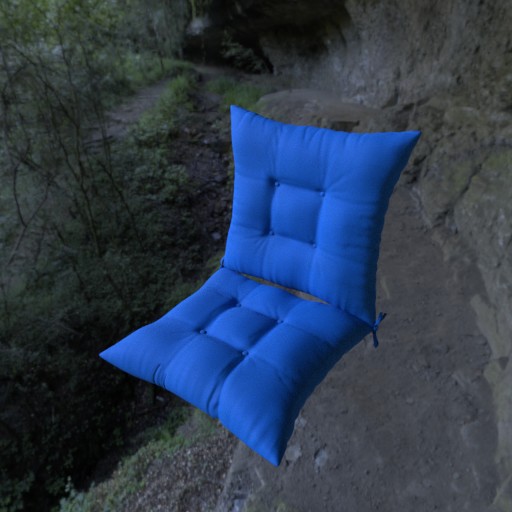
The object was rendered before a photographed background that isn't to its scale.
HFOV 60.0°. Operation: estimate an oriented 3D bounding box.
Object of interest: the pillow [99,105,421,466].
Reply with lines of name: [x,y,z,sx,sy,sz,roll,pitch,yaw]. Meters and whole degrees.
pillow: [0.000,0.000,1.014,0.541,0.536,0.585,19,36,30]
